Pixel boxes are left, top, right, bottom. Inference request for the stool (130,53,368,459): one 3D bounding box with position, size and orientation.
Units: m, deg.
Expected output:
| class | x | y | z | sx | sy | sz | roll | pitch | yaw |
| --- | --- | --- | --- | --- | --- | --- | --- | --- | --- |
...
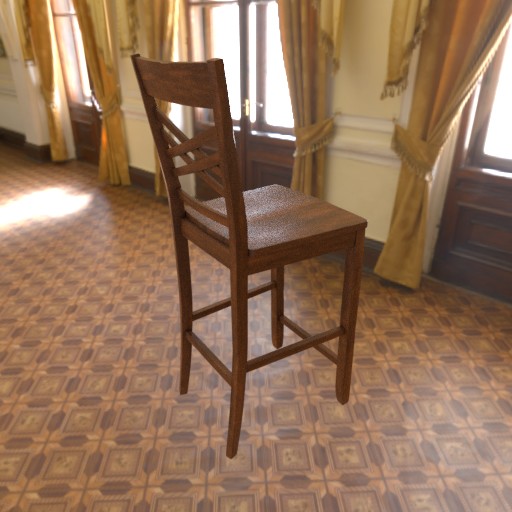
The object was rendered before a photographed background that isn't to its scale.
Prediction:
| class | x | y | z | sx | sy | sz | roll | pitch | yaw |
| --- | --- | --- | --- | --- | --- | --- | --- | --- | --- |
| stool | 0.000 | 0.000 | 1.322 | 0.504 | 1.098 | 0.426 | -17 | 31 | -31 |
